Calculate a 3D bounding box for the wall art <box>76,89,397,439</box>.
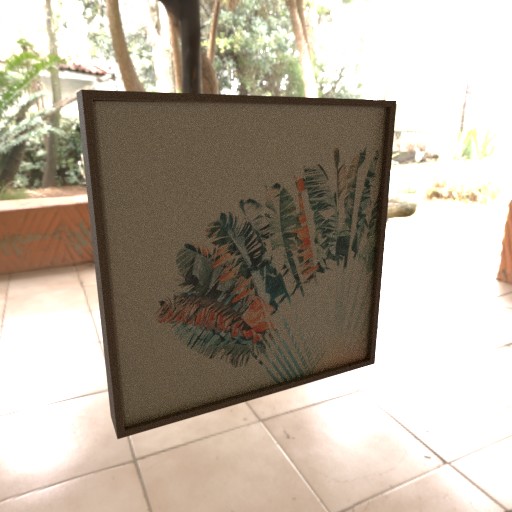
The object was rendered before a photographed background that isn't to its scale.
[{"bbox_3d":[0.000,0.000,0.448,0.304,0.303,0.038,-8,18,-25],"label":"wall art"}]
